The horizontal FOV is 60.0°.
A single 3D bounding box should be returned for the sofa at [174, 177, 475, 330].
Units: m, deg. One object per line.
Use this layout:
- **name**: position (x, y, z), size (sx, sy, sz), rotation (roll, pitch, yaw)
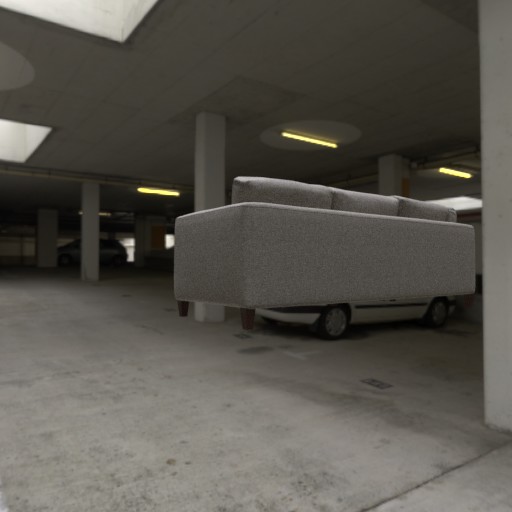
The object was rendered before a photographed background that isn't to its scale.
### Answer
- **sofa**: position (0.000, 0.000, 4.581), size (2.593, 0.947, 3.302), rotation (1, -2, -36)
